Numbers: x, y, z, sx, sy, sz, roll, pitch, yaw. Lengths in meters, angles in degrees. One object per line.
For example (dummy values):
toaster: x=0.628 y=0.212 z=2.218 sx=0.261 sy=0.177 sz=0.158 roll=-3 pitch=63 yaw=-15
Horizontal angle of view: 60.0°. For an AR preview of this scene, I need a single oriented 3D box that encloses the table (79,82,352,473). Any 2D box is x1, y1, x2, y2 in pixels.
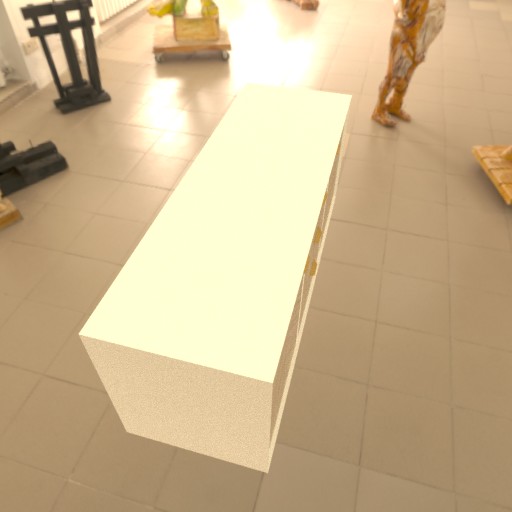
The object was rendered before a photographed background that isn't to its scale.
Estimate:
table: x=0.000 y=0.000 z=1.846 sx=0.508 sy=0.769 sz=1.500 roll=11 pitch=46 yaw=11
